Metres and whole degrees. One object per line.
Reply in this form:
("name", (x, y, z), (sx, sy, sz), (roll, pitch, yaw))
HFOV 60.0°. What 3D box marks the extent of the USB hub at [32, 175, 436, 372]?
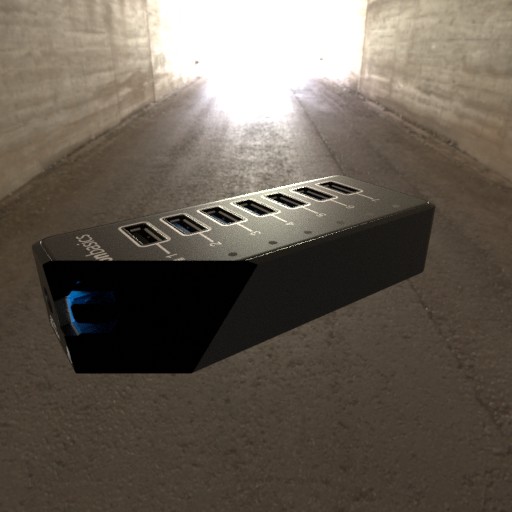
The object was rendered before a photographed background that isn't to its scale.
("USB hub", (0.000, 0.000, 0.129), (0.110, 0.023, 0.044), (-17, 30, -32))
